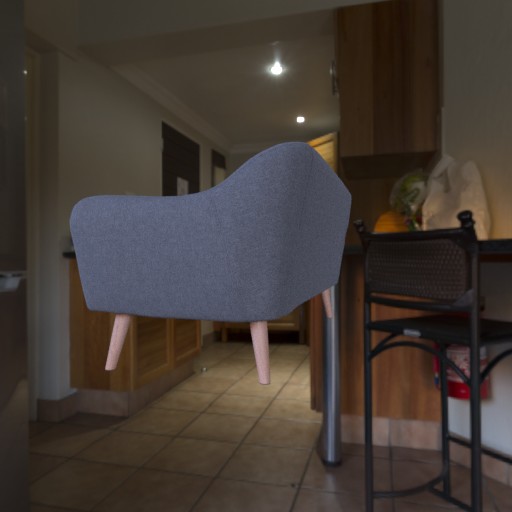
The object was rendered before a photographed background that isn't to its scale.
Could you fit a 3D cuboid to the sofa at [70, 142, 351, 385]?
[{"bbox_3d":[0.000,0.000,2.245,0.820,0.820,1.840,0,1,18],"label":"sofa"}]
